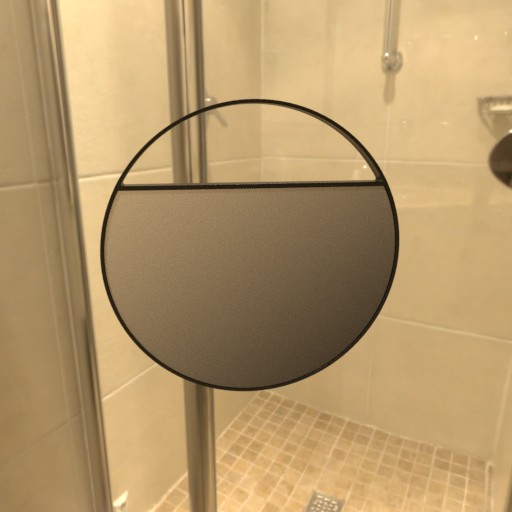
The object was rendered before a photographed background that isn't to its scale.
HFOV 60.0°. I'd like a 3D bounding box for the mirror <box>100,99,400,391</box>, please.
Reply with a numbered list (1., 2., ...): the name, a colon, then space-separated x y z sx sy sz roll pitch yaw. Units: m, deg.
1. mirror: 0.000 0.000 0.846 0.565 0.565 0.032 -2 16 -8
